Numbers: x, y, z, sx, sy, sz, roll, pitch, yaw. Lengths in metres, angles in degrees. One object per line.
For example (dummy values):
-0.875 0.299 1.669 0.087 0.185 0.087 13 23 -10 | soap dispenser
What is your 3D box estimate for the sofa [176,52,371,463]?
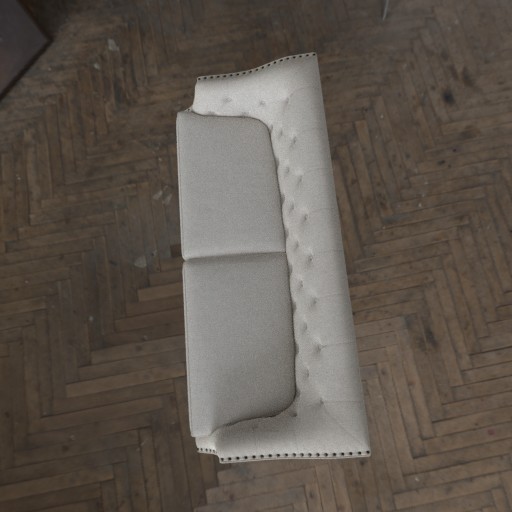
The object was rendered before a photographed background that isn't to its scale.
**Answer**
0.000 0.000 2.734 0.914 0.901 2.235 -5 76 -1 | sofa
